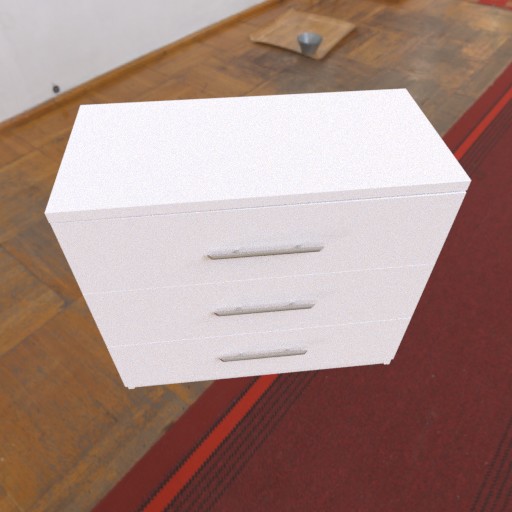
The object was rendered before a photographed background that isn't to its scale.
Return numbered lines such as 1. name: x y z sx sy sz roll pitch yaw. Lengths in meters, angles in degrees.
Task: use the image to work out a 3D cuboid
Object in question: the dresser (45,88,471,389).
1. dresser: 0.000 0.000 1.253 0.830 0.740 0.420 -4 47 -4
